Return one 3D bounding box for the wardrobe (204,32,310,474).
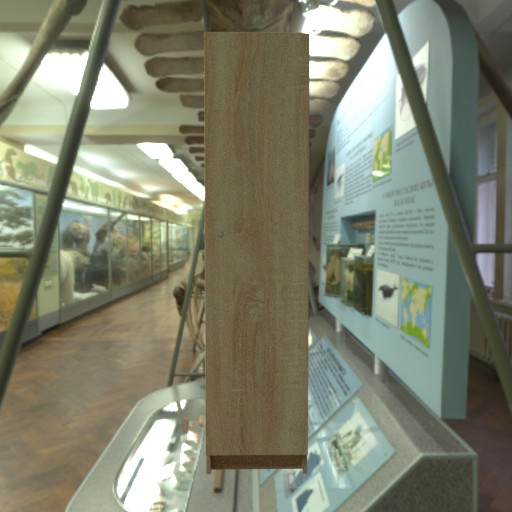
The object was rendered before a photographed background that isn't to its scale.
[{"bbox_3d":[0.000,0.000,2.405,0.496,2.117,0.588,0,2,-1],"label":"wardrobe"}]
